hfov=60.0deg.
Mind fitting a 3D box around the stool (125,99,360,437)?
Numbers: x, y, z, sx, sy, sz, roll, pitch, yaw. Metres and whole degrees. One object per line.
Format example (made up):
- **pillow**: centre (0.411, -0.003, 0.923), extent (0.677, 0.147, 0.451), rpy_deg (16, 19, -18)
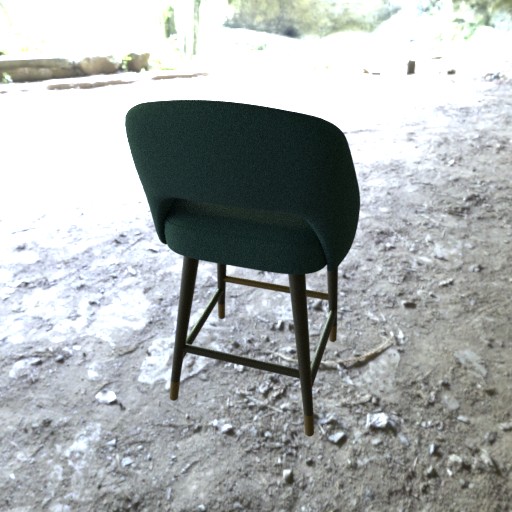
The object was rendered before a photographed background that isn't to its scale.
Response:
- **stool**: centre (0.000, 0.000, 1.248), extent (0.536, 0.939, 0.522), rpy_deg (9, 32, 15)
